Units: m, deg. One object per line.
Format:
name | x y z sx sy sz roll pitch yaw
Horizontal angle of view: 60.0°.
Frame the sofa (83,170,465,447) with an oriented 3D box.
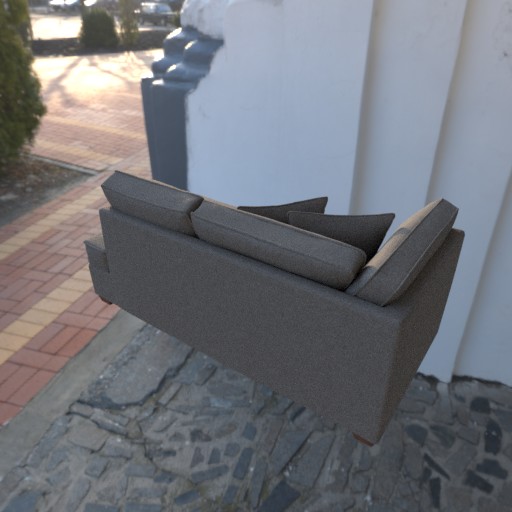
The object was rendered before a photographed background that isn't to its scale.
sofa | 0.000 0.000 2.891 2.237 1.033 1.110 20 36 30
